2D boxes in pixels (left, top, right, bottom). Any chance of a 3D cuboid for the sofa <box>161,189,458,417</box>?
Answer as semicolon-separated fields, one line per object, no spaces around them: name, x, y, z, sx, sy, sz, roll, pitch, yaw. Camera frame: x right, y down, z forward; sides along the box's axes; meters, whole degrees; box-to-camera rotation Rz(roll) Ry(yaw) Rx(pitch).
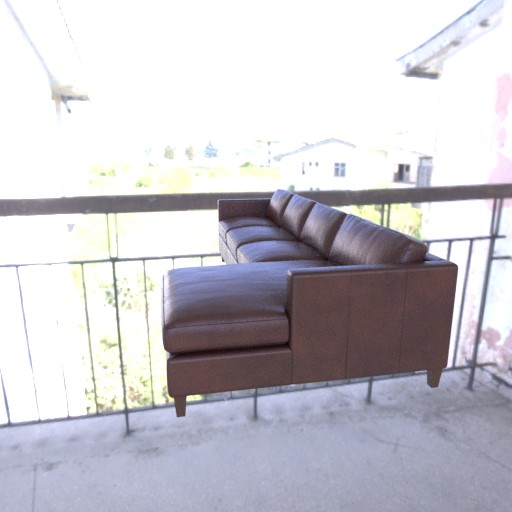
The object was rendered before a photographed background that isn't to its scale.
sofa;0.000;0.000;3.802;1.581;0.883;3.203;-3;14;-11
